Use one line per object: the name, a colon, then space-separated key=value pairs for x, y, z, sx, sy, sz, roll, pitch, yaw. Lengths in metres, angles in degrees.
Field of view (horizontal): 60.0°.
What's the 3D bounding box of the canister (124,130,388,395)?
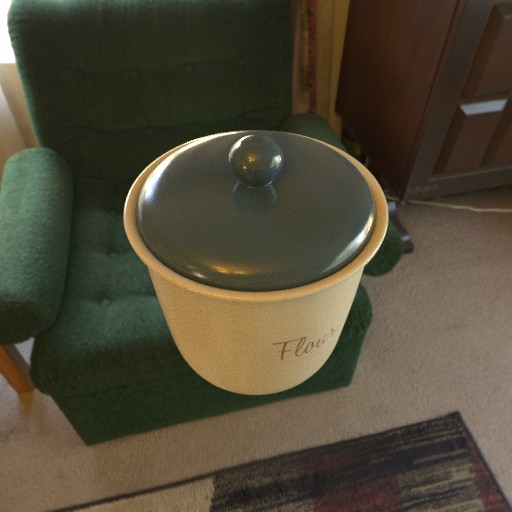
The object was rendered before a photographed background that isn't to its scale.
canister: x=0.000 y=0.000 z=0.352 sx=0.182 sy=0.208 sz=0.182 roll=0 pitch=46 yaw=0
